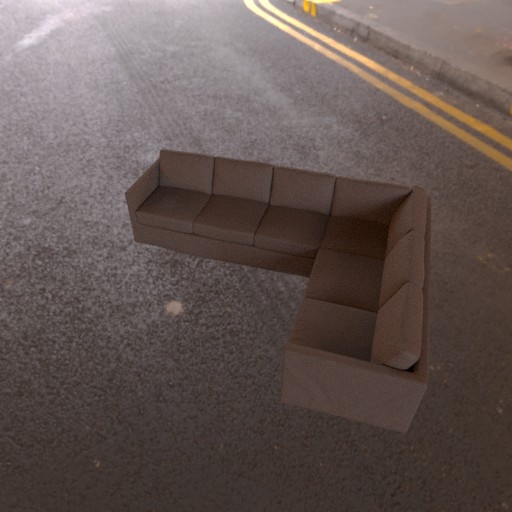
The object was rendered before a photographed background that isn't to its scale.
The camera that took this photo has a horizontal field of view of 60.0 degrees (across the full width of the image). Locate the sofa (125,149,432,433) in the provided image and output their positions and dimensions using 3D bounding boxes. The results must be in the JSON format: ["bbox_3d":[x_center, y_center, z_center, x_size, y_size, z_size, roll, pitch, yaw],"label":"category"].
[{"bbox_3d":[0.000,0.000,4.362,3.182,0.871,2.432,12,42,13],"label":"sofa"}]
